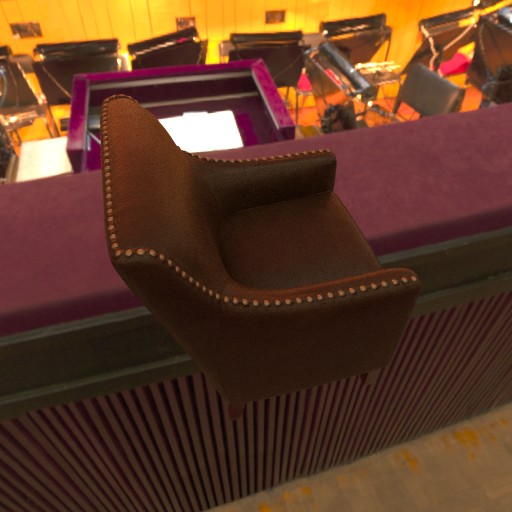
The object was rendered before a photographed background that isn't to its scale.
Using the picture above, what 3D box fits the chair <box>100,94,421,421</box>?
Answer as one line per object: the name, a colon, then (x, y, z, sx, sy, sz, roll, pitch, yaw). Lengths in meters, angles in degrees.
chair: (0.000, 0.000, 1.310, 0.704, 0.813, 0.639, -11, 48, -10)
